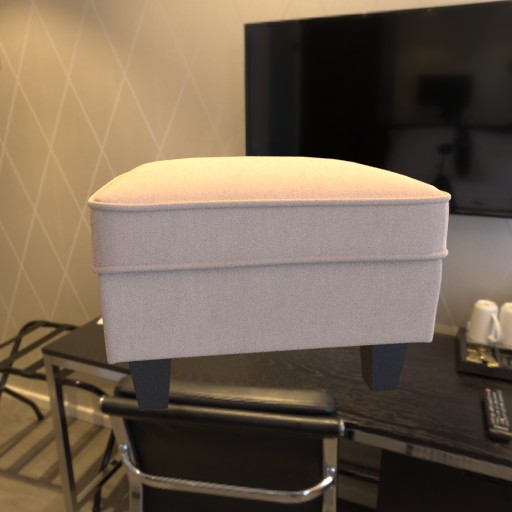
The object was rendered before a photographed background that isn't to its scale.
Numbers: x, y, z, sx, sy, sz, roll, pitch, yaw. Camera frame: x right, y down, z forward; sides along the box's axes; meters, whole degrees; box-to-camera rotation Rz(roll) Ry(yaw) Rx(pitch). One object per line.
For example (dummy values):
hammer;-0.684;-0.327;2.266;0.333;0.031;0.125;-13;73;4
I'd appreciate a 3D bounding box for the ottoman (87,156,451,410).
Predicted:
ottoman;0.000;0.000;1.024;0.613;0.438;0.616;-2;16;-8
